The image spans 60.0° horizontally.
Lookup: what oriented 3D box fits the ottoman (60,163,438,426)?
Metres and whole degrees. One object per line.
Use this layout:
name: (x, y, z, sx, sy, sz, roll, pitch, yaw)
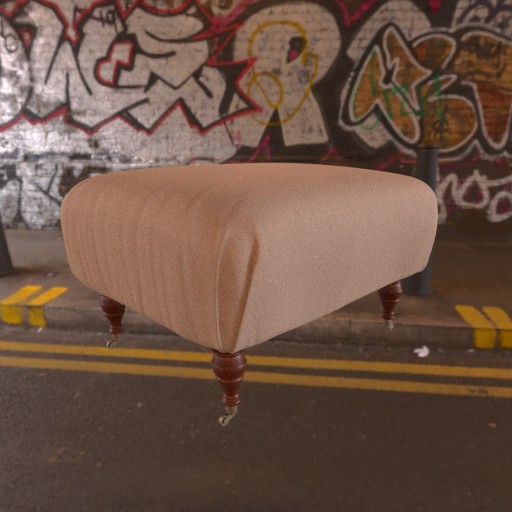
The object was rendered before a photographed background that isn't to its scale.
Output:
ottoman: (0.000, 0.000, 1.106, 0.746, 0.450, 0.639, -14, 20, -43)
